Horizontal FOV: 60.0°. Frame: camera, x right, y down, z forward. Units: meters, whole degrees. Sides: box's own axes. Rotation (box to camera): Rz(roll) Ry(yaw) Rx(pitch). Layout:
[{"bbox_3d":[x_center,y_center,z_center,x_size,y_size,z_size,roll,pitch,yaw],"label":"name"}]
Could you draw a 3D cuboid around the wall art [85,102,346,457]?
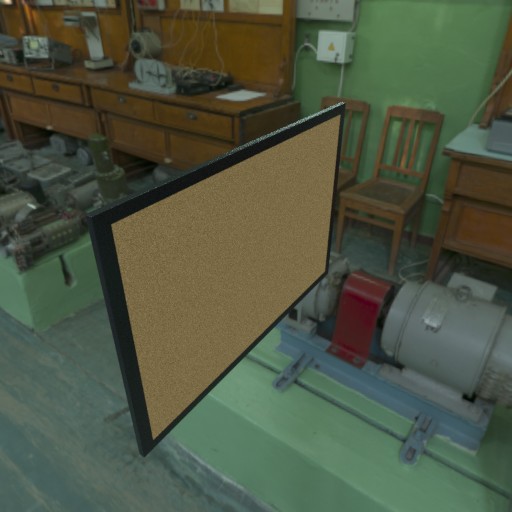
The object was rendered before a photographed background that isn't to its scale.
[{"bbox_3d":[0.000,0.000,1.050,0.015,0.552,0.819,20,37,29],"label":"wall art"}]
